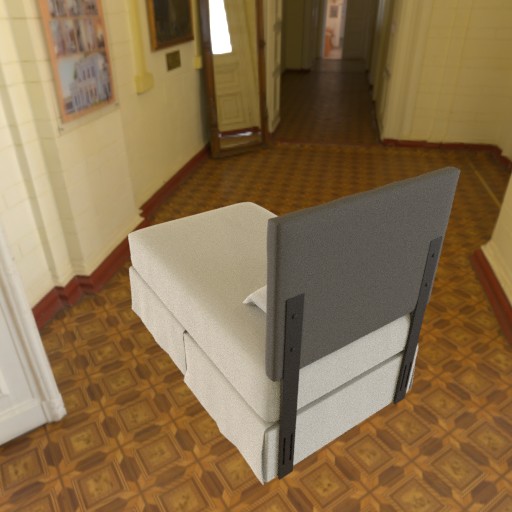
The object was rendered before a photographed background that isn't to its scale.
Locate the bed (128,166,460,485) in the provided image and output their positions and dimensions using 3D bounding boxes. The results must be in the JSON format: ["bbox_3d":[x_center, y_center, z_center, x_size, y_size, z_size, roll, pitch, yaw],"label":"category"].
[{"bbox_3d":[0.000,0.000,3.007,1.261,1.571,1.997,-19,35,-29],"label":"bed"}]
